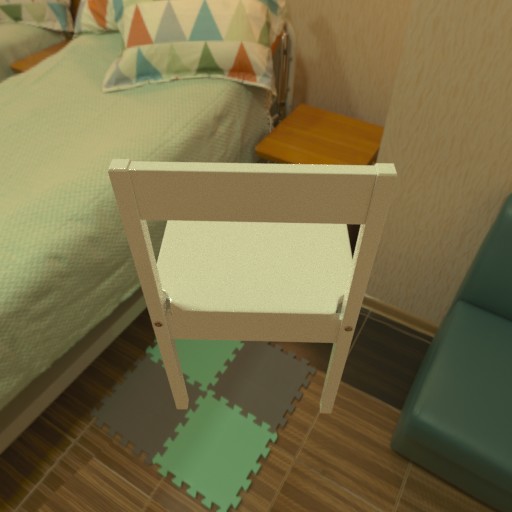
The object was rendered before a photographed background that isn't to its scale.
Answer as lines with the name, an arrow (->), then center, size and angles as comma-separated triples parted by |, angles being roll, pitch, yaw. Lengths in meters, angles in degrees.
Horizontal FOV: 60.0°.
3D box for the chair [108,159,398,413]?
chair -> 0.000, 0.000, 0.904 | 0.367, 0.668, 0.361 | 1, 46, 1
